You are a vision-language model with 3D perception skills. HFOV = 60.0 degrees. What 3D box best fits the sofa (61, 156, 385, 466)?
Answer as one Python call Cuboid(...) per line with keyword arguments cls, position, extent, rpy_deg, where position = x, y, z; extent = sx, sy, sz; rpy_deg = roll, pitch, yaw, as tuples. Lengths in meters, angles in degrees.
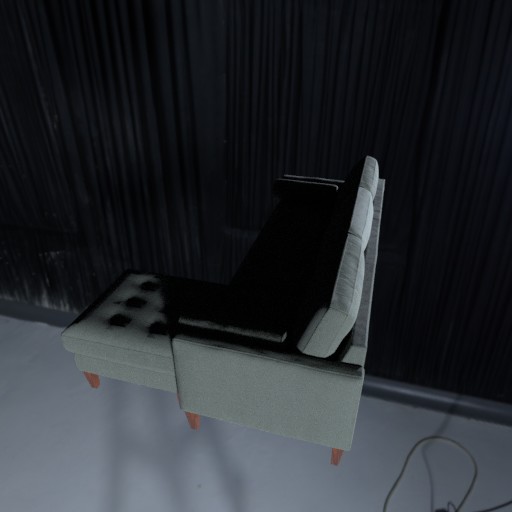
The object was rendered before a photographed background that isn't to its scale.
Cuboid(cls="sofa", position=(0.000, 0.000, 2.896), extent=(1.506, 0.876, 2.178), rpy_deg=(8, 31, 14))
